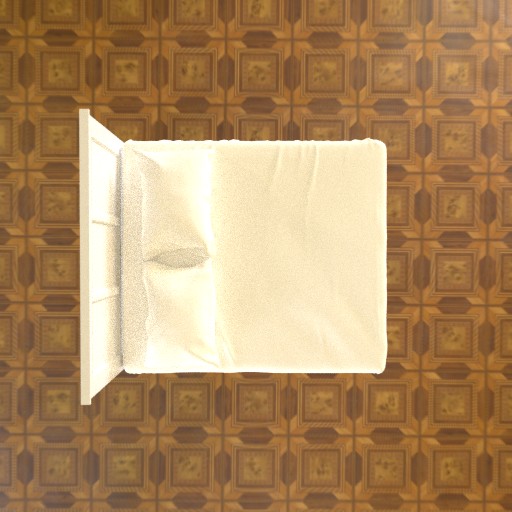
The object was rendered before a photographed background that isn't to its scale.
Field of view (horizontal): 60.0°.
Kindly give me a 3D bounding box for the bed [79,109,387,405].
[{"bbox_3d":[0.000,0.000,3.101,2.047,1.269,1.876,0,91,0],"label":"bed"}]
